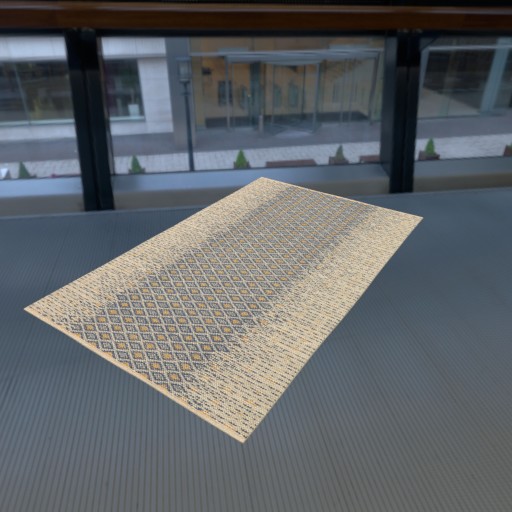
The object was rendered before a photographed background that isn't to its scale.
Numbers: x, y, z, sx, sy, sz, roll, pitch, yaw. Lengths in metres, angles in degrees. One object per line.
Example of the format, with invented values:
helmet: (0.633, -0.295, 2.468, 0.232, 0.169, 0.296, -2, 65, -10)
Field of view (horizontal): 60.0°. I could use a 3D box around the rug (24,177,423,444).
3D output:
rug: (0.000, 0.000, 3.016, 1.541, 0.008, 2.448, 20, 37, 29)
